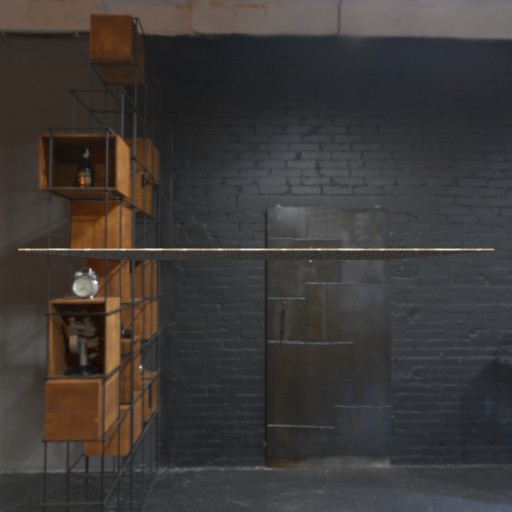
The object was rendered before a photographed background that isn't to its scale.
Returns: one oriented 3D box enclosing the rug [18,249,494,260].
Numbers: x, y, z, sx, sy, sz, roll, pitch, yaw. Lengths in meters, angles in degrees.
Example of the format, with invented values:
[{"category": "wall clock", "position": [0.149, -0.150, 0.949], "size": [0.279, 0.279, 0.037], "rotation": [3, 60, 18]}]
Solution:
[{"category": "rug", "position": [0.000, 0.000, 2.736], "size": [2.134, 0.010, 1.524], "rotation": [0, -2, 0]}]
